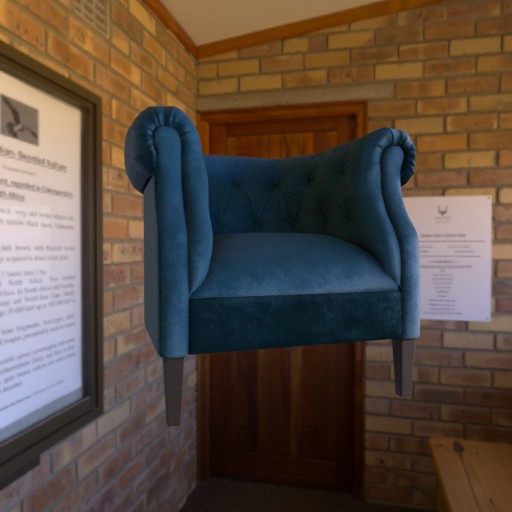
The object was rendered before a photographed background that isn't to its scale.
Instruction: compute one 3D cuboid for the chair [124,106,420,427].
[{"bbox_3d":[0.000,0.000,1.573,0.904,0.826,0.851,0,1,-18],"label":"chair"}]
